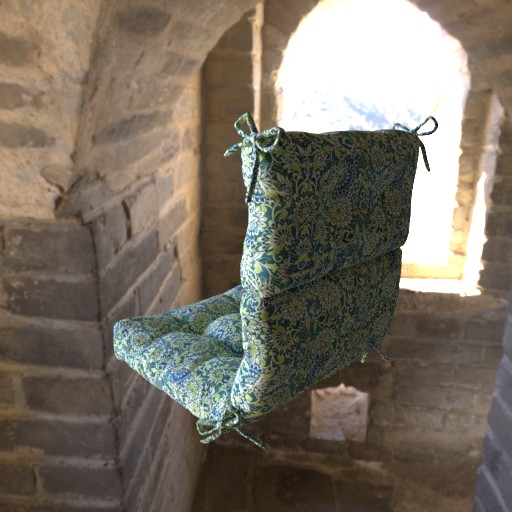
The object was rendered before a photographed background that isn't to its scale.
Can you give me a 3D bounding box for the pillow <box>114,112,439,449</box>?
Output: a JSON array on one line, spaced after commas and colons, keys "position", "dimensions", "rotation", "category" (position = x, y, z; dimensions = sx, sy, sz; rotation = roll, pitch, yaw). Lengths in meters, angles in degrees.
[{"position": [0.000, 0.000, 0.999], "dimensions": [0.519, 0.605, 0.571], "rotation": [-15, 23, -42], "category": "pillow"}]
